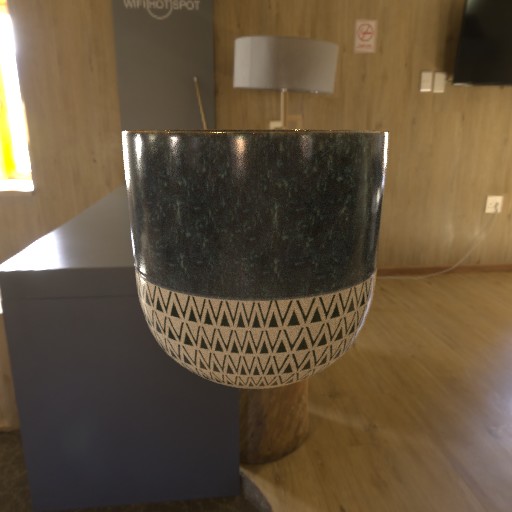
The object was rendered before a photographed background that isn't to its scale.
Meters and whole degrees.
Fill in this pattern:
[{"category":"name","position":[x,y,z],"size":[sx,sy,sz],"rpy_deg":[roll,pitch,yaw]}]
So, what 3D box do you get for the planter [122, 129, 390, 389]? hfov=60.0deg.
[{"category":"planter","position":[0.000,0.000,0.494],"size":[0.266,0.270,0.266],"rpy_deg":[0,16,0]}]
